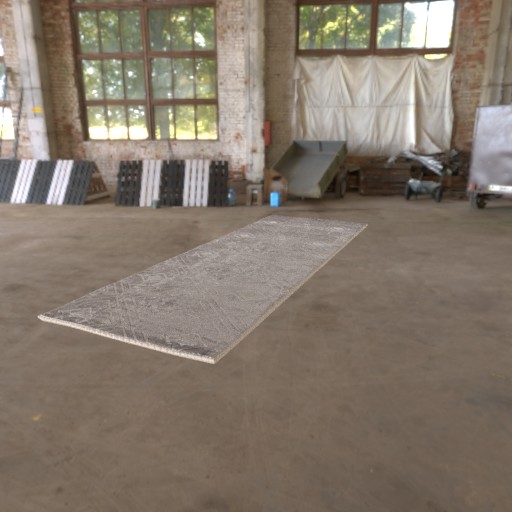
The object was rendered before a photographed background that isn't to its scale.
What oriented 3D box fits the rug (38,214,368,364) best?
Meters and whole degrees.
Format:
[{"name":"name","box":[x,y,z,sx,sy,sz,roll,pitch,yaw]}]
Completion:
[{"name":"rug","box":[0.000,0.000,2.649,0.832,0.035,2.381,8,18,24]}]
